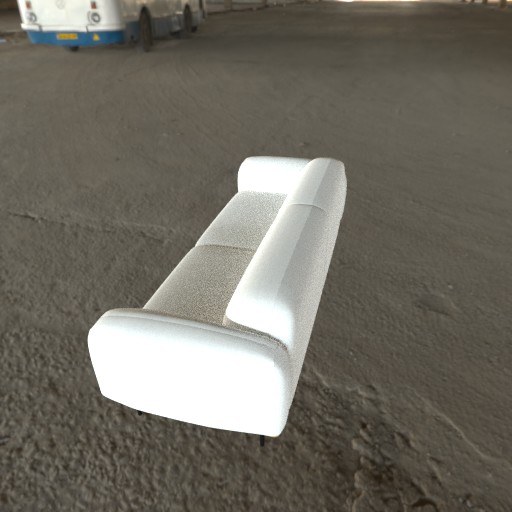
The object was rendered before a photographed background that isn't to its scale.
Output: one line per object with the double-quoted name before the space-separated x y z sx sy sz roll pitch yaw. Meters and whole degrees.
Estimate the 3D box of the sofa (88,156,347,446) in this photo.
"sofa" 0.000 0.000 2.725 0.870 0.780 2.280 8 32 14
